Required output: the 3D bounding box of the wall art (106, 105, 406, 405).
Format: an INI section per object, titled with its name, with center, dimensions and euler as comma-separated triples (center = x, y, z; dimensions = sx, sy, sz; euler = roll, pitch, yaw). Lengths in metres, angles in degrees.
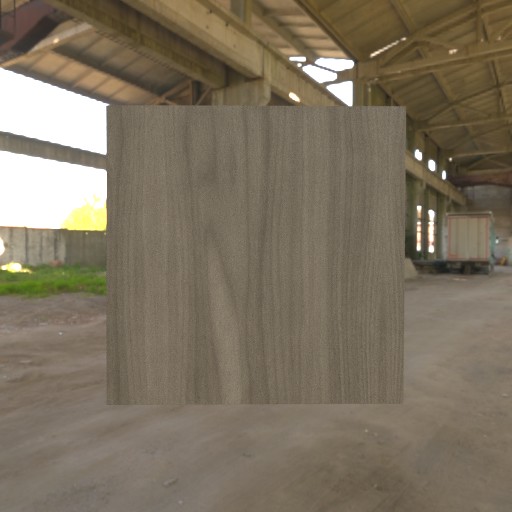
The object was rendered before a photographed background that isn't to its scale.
[wall art]
center = 0.000, 0.000, 0.761
dimensions = 0.508, 0.507, 0.016
euler = 0, 1, -1
